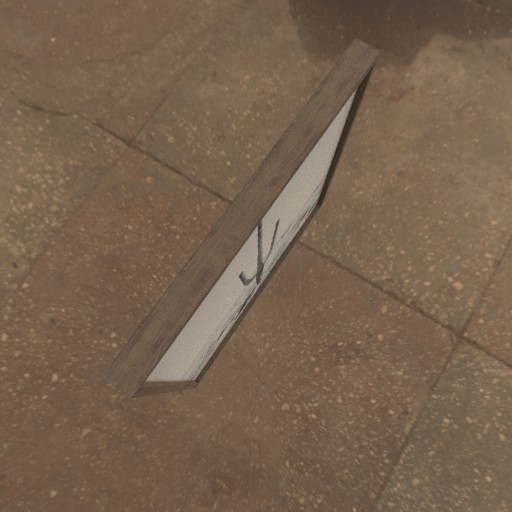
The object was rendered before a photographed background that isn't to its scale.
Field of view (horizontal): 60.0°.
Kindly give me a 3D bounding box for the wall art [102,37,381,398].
[{"bbox_3d":[0.000,0.000,0.754,0.038,0.508,0.508,33,77,9],"label":"wall art"}]
